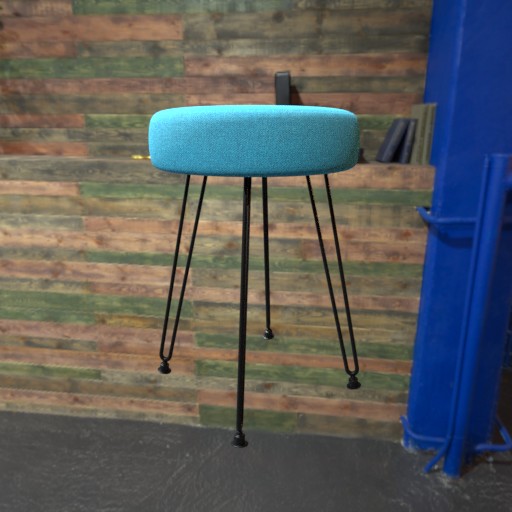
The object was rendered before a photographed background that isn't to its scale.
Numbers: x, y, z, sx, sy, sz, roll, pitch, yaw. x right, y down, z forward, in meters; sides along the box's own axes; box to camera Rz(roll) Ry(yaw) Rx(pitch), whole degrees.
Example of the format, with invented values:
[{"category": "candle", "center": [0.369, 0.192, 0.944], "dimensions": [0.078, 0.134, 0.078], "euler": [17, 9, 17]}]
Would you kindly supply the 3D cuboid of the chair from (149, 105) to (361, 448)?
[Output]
[{"category": "chair", "center": [0.000, 0.000, 0.694], "dimensions": [0.350, 0.440, 0.350], "euler": [2, 16, 8]}]
